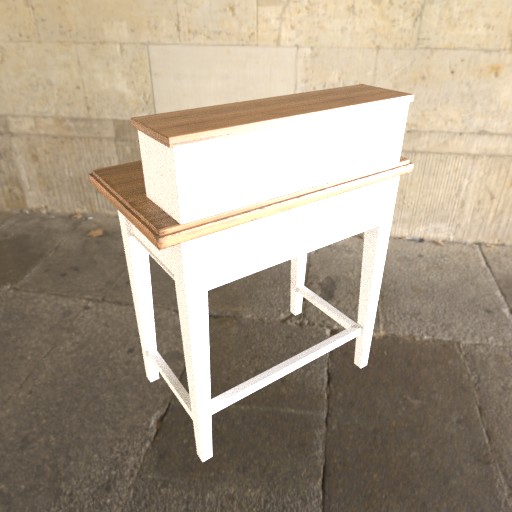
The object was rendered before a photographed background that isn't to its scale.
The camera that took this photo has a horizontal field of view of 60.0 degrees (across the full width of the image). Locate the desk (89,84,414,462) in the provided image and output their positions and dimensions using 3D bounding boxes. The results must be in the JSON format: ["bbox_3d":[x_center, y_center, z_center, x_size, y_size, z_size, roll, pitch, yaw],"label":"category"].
[{"bbox_3d":[0.000,0.000,1.417,0.814,0.981,0.462,-20,36,-29],"label":"desk"}]
